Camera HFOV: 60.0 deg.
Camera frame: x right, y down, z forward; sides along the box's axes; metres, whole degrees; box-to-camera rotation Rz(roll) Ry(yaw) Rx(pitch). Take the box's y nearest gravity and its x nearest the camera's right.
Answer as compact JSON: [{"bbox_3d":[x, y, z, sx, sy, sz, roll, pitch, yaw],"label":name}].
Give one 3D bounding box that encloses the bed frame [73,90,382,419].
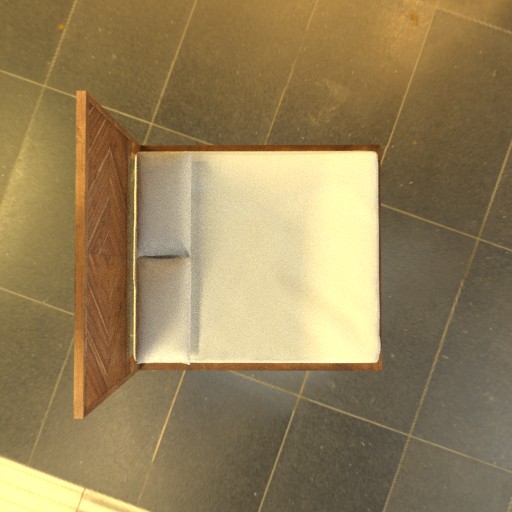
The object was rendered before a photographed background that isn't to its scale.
[{"bbox_3d":[0.000,0.000,3.505,2.235,1.537,2.038,0,89,1],"label":"bed frame"}]
